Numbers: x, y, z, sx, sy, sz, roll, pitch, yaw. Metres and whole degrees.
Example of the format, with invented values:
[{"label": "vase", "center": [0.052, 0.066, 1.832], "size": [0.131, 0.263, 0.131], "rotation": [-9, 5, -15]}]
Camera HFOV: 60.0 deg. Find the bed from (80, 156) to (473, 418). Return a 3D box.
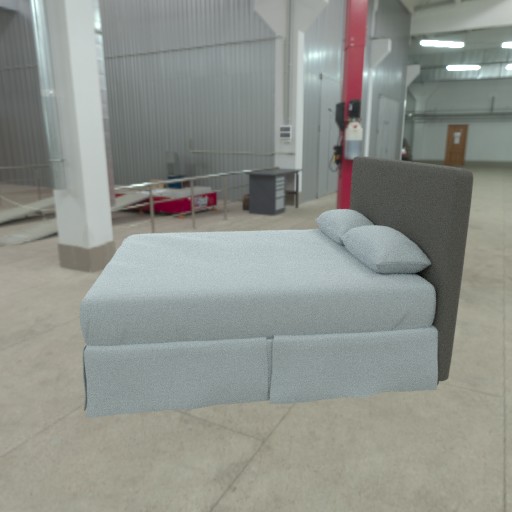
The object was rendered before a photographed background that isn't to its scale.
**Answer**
[{"label": "bed", "center": [0.000, 0.000, 3.167], "size": [2.142, 1.330, 1.748], "rotation": [-2, 15, -7]}]
